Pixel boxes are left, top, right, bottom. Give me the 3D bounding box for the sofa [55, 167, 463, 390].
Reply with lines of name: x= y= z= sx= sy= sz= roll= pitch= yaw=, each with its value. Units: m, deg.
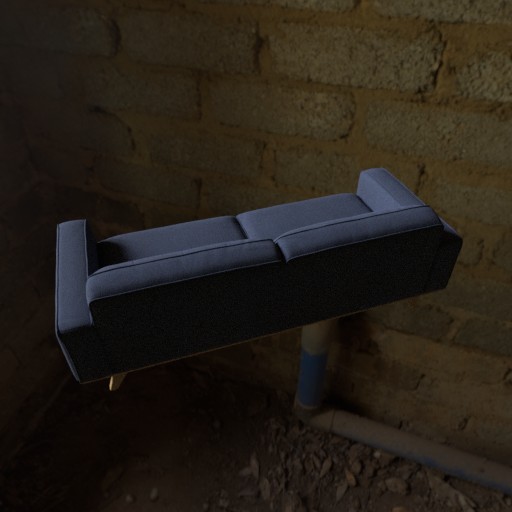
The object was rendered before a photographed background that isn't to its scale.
sofa: x=0.000 y=0.000 z=2.740 sx=2.270 sy=0.782 sz=0.953 roll=-12 pitch=42 yaw=-14
